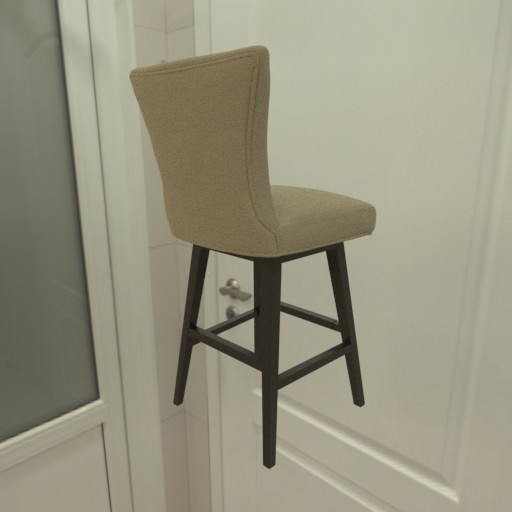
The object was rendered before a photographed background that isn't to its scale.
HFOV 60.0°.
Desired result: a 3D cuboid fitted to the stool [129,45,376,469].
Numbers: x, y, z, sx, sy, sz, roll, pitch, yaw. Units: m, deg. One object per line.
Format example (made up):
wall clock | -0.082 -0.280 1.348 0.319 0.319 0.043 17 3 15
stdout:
stool | 0.000 0.000 1.375 0.514 1.086 0.574 14 21 42
